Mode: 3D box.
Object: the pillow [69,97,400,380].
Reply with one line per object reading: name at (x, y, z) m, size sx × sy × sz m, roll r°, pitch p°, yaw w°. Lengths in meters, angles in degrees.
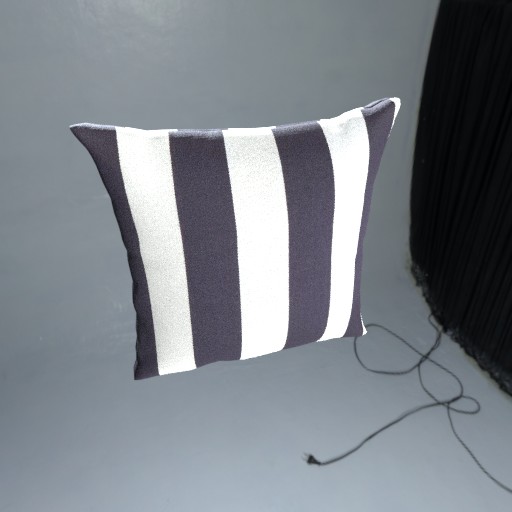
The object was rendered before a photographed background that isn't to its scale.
pillow at (0.000, 0.000, 0.814) m, size 0.536 × 0.526 × 0.189 m, roll -10°, pitch 34°, yaw -15°
